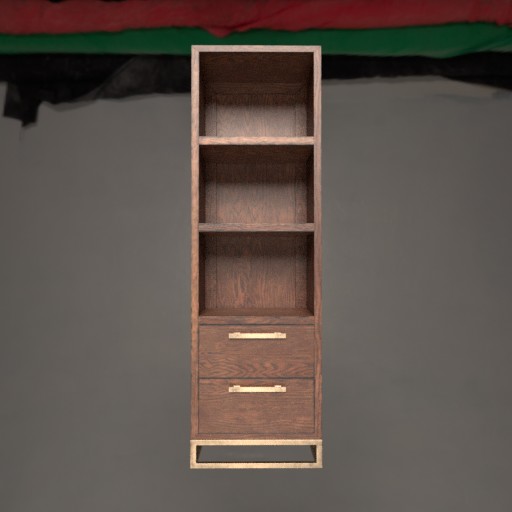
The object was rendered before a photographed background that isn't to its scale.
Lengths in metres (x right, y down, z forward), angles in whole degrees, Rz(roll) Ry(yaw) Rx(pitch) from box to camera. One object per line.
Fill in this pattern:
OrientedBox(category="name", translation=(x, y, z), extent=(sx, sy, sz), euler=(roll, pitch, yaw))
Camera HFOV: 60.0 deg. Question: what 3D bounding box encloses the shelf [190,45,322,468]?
OrientedBox(category="shelf", translation=(0.000, 0.000, 1.990), extent=(0.539, 1.732, 0.395), euler=(0, -1, 0))
